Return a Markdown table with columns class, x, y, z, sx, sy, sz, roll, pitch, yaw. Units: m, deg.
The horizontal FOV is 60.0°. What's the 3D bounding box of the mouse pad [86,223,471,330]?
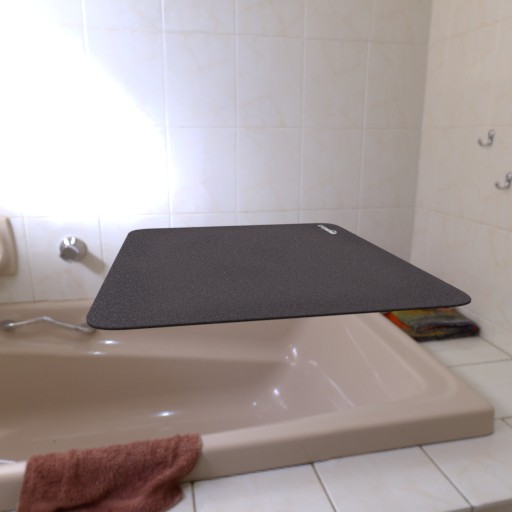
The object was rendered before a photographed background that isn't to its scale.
| class | x | y | z | sx | sy | sz | roll | pitch | yaw |
| --- | --- | --- | --- | --- | --- | --- | --- | --- | --- |
| mouse pad | 0.000 | 0.000 | 0.435 | 0.269 | 0.002 | 0.315 | -3 | 15 | -10 |
